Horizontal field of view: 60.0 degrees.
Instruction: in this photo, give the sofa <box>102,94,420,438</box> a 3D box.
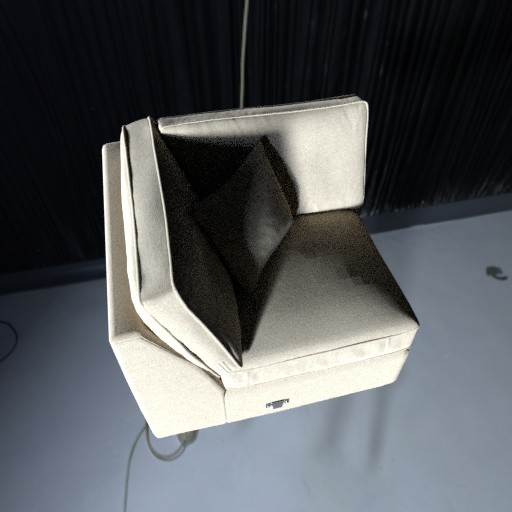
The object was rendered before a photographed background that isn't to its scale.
[{"bbox_3d":[0.000,0.000,1.944,1.146,1.002,1.084,-10,48,-9],"label":"sofa"}]
